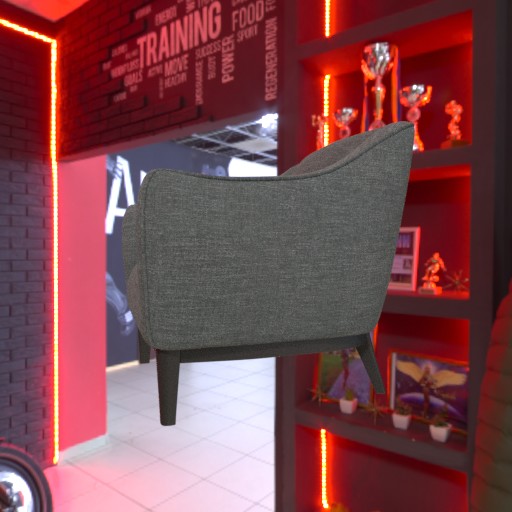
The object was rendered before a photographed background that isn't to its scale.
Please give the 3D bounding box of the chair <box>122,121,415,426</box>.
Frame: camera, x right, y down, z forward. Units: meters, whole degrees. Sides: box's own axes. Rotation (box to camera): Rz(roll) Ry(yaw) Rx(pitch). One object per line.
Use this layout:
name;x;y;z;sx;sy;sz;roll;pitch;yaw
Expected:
chair;0.000;0.000;1.520;0.851;0.829;0.870;0;1;-19
